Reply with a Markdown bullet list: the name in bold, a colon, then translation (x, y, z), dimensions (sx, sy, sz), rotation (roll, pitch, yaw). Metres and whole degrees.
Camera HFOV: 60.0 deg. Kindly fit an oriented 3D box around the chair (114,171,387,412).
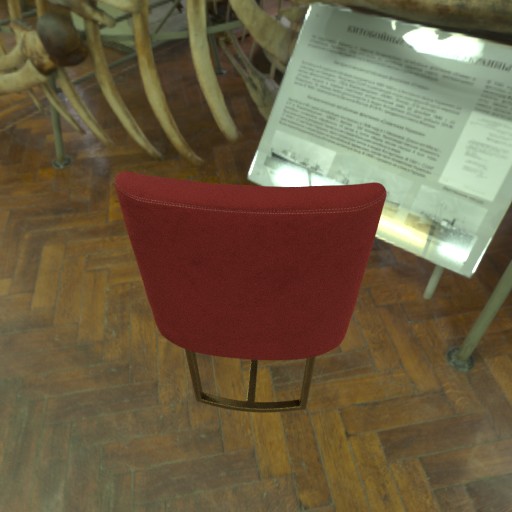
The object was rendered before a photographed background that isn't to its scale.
- **chair**: translation (0.000, 0.000, 1.208), dimensions (0.530, 0.824, 0.560), rotation (3, 47, 3)
